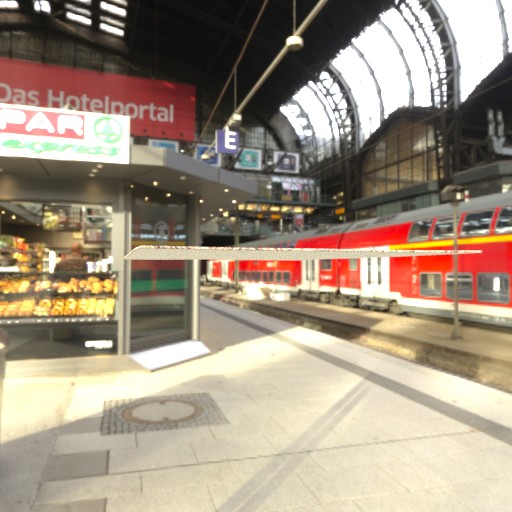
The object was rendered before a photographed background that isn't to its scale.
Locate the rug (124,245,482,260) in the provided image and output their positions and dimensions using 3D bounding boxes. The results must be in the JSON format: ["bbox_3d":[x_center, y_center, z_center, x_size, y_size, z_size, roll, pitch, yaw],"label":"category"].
[{"bbox_3d":[0.000,0.000,4.362,2.436,0.024,3.226,1,-2,-18],"label":"rug"}]
